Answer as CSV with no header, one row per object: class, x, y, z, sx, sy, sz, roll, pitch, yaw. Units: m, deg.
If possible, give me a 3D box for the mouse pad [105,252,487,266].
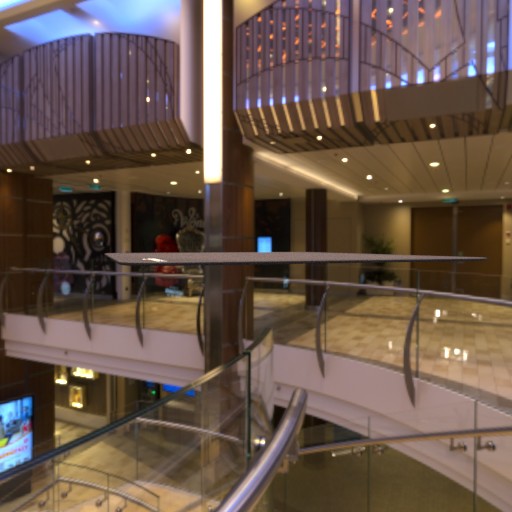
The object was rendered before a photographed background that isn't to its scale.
mouse pad,0.000,0.000,0.427,0.269,0.002,0.315,-1,1,-21
